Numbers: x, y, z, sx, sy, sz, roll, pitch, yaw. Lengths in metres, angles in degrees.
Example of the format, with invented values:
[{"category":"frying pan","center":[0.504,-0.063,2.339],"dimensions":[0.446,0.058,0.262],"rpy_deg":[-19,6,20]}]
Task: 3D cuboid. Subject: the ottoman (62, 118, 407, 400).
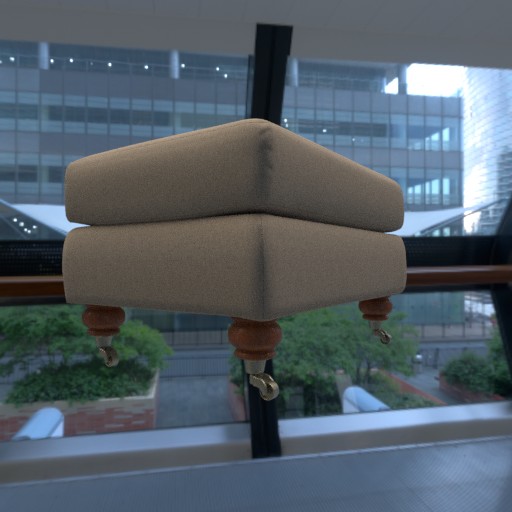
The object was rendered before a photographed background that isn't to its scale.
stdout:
[{"category":"ottoman","center":[0.000,0.000,1.149],"dimensions":[0.574,0.497,0.773],"rpy_deg":[0,-1,35]}]
